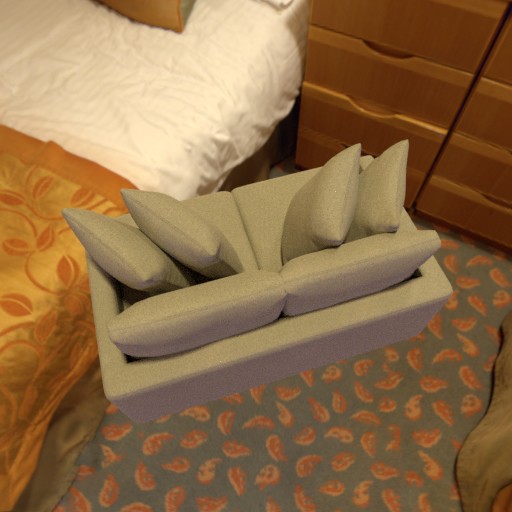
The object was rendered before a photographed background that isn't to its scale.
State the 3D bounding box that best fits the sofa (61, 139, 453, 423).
[{"bbox_3d":[0.000,0.000,2.604,1.869,1.080,1.228,-15,60,-9],"label":"sofa"}]
